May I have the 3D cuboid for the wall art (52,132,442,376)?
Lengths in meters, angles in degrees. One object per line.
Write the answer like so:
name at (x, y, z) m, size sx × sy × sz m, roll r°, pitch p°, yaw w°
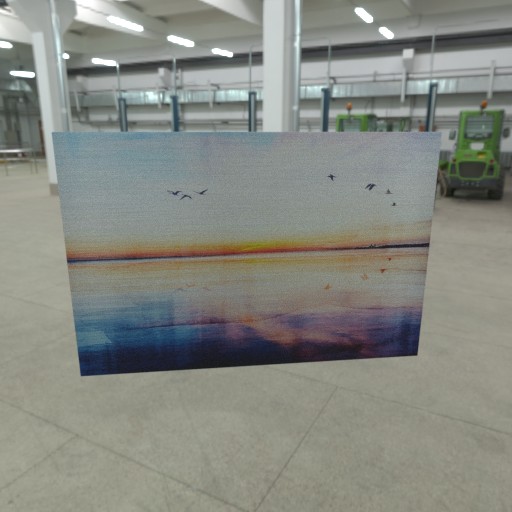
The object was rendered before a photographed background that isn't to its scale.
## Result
wall art at (0.000, 0.000, 0.745) m, size 0.604 × 0.402 × 0.018 m, roll -2°, pitch 16°, yaw -7°
